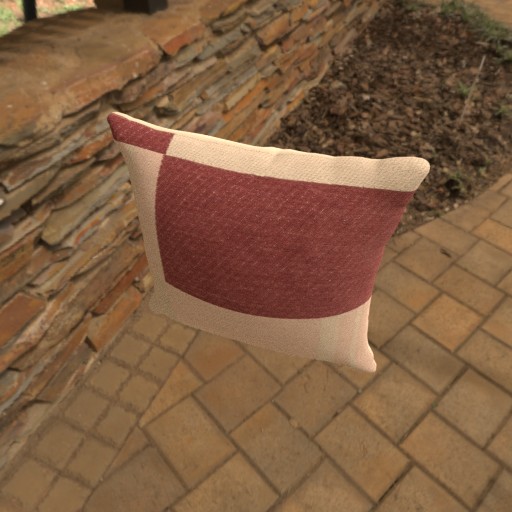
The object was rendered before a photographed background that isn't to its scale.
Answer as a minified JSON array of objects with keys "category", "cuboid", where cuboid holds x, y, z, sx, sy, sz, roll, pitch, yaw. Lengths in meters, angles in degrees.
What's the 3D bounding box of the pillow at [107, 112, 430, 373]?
[{"category":"pillow","cuboid":[0.000,0.000,0.830,0.536,0.506,0.229,13,45,14]}]
